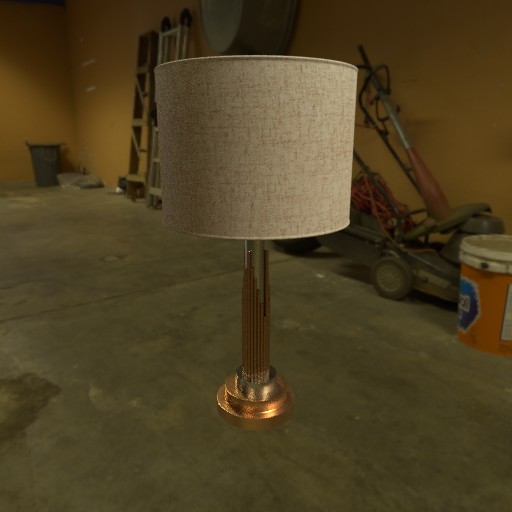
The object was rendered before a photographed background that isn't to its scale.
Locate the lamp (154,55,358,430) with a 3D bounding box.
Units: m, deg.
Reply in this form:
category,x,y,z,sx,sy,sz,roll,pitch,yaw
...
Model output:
category,x,y,z,sx,sy,sz,roll,pitch,yaw
lamp,0.000,0.000,0.793,0.321,0.610,0.321,2,15,8
